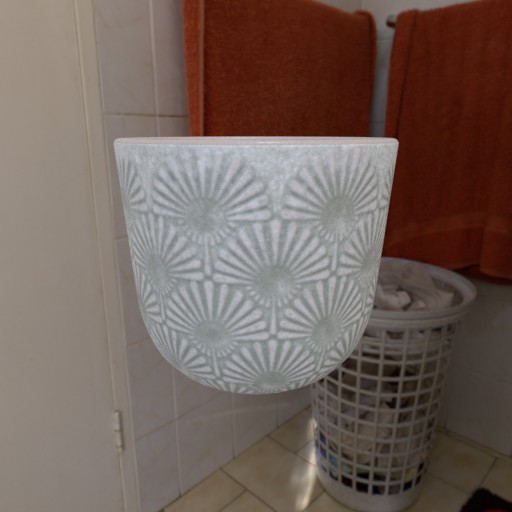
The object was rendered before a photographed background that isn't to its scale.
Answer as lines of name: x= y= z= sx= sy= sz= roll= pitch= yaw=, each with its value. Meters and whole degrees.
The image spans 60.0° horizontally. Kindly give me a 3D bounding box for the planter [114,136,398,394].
planter: x=0.000 y=0.000 z=0.296 sx=0.170 sy=0.152 sz=0.170 roll=0 pitch=16 yaw=0
